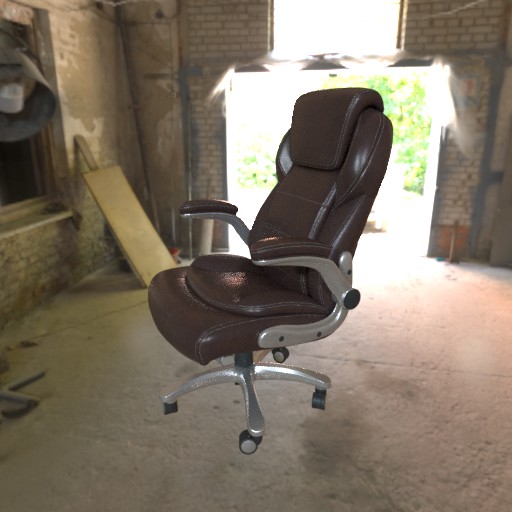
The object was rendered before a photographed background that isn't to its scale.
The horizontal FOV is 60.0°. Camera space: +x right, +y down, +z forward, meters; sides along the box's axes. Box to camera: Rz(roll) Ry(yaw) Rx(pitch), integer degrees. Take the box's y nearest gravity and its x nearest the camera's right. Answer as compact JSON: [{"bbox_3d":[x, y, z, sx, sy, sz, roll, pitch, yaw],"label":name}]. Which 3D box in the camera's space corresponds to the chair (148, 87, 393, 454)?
[{"bbox_3d":[0.000,0.000,1.616,0.774,1.160,0.733,-9,20,-25],"label":"chair"}]
